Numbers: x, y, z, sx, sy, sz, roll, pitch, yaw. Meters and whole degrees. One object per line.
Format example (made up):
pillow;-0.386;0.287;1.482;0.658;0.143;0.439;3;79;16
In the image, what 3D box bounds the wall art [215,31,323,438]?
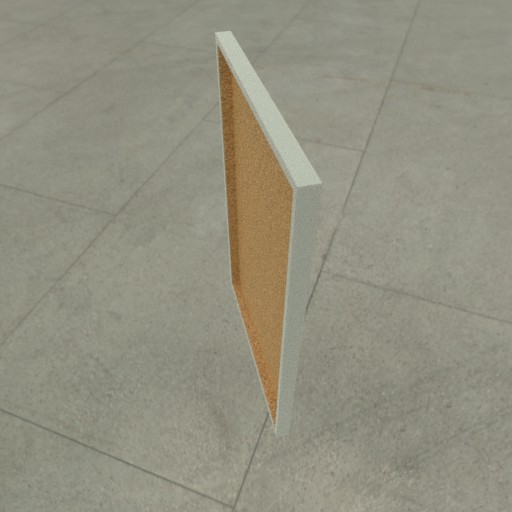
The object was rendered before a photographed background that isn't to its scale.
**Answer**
wall art;0.000;0.000;1.173;0.038;0.914;0.610;-11;47;-10
